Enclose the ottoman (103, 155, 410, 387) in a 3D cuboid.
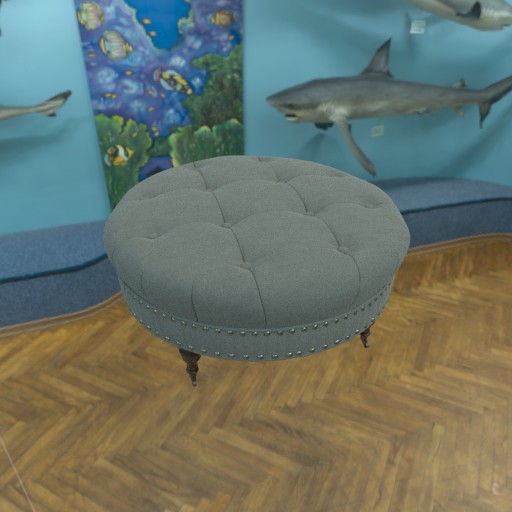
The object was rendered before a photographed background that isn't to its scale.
[{"bbox_3d":[0.000,0.000,1.416,0.901,0.439,0.901,0,31,0],"label":"ottoman"}]
